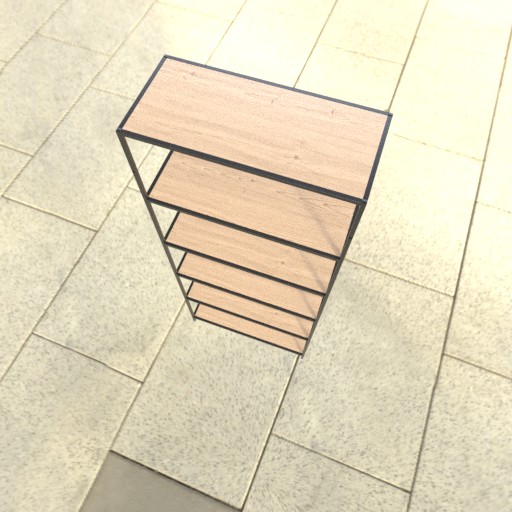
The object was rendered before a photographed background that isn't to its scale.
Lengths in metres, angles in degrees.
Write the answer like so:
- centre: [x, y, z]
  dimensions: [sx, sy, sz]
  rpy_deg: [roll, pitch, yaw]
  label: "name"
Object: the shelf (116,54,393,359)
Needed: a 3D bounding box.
- centre: [0.000, 0.000, 2.174]
  dimensions: [0.770, 1.850, 0.350]
  rpy_deg: [18, 65, 9]
  label: "shelf"
